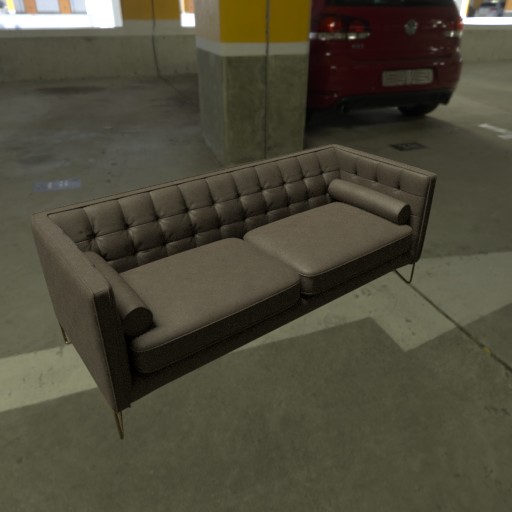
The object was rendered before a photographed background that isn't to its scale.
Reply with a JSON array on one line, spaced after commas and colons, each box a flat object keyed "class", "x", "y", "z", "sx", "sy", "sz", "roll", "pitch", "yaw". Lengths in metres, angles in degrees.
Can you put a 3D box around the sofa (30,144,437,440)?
[{"class": "sofa", "x": 0.000, "y": 0.000, "z": 2.525, "sx": 2.087, "sy": 0.789, "sz": 0.867, "roll": -21, "pitch": 35, "yaw": -32}]
